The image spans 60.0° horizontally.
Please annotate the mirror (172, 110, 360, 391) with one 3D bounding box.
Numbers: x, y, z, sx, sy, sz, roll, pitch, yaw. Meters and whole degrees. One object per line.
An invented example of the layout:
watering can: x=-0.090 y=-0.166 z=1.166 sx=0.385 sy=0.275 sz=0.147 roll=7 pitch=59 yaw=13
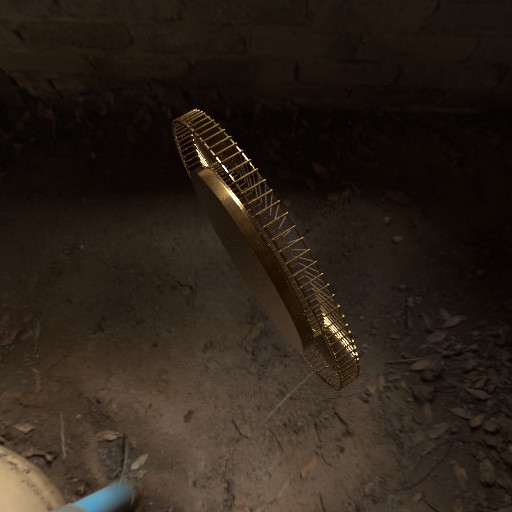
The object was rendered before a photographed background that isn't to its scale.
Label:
mirror: x=0.000 y=0.000 z=1.046 sx=0.067 sy=0.703 sz=0.703 roll=-32 pitch=77 yaw=-8
